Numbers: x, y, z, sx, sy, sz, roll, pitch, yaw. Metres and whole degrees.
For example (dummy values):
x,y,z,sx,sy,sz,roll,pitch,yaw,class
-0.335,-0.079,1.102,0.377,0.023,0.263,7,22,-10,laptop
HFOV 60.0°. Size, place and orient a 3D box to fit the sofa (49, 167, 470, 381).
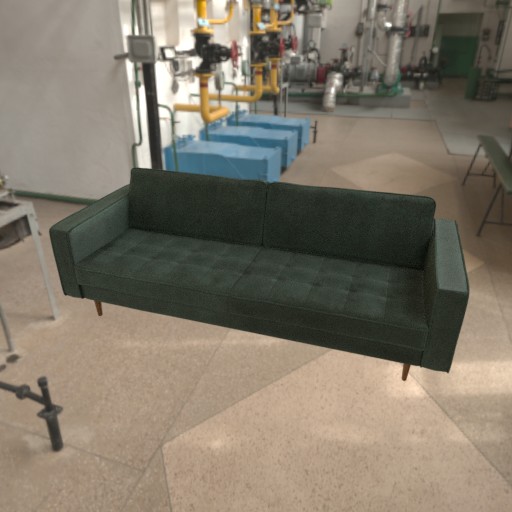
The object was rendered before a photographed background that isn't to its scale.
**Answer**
x,y,z,sx,sy,sz,roll,pitch,yaw,class
0.000,0.000,2.609,2.214,0.781,0.886,9,28,16,sofa
